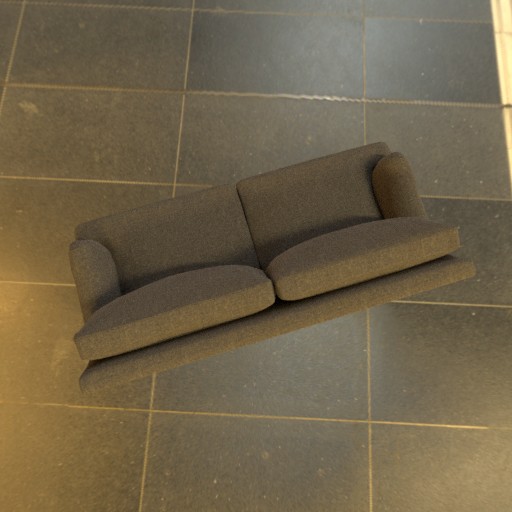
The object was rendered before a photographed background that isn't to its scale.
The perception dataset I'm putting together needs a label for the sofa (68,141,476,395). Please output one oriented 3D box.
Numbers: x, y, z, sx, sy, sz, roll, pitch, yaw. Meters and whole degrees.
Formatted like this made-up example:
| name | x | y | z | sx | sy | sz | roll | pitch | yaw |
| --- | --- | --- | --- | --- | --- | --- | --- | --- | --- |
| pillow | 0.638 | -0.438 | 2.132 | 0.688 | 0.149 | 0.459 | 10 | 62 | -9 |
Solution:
| name | x | y | z | sx | sy | sz | roll | pitch | yaw |
| --- | --- | --- | --- | --- | --- | --- | --- | --- | --- |
| sofa | 0.000 | 0.000 | 2.788 | 2.160 | 1.054 | 1.087 | -16 | 76 | -4 |
